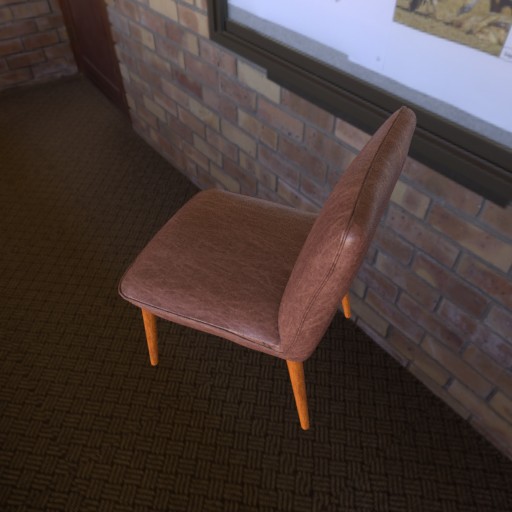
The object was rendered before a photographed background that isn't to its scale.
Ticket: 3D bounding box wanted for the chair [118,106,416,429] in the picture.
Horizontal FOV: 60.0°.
[{"bbox_3d":[0.000,0.000,1.232,0.645,0.803,0.543,15,47,14],"label":"chair"}]
